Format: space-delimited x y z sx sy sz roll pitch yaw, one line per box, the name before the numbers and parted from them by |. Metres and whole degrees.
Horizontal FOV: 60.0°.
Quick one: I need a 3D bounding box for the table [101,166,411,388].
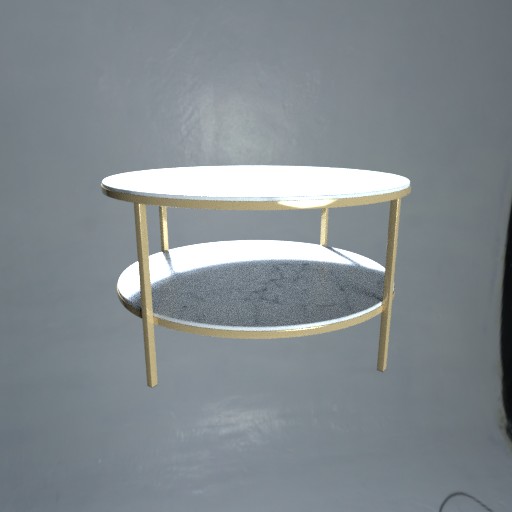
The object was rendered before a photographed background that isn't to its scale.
table | 0.000 0.000 1.265 0.800 0.450 0.800 0 16 0
